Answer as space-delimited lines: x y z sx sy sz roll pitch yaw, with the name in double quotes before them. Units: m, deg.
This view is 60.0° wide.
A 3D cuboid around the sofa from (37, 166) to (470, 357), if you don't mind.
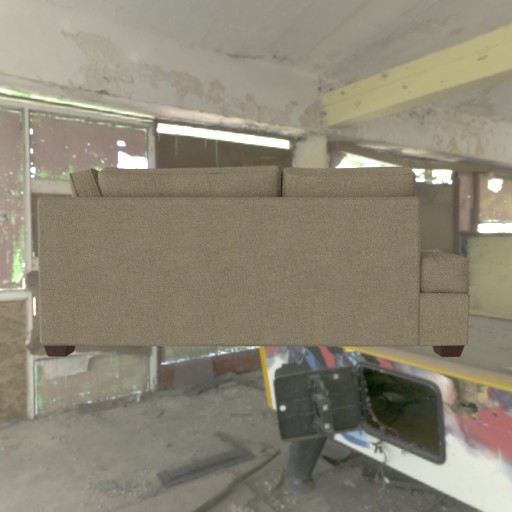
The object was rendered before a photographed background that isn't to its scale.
"sofa" 0.000 0.000 2.797 2.238 1.019 1.110 0 2 0
